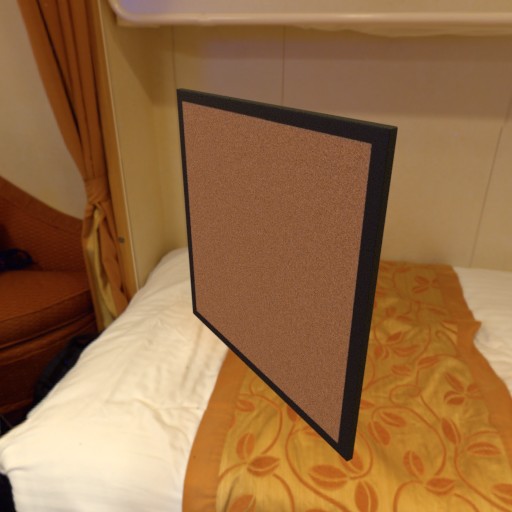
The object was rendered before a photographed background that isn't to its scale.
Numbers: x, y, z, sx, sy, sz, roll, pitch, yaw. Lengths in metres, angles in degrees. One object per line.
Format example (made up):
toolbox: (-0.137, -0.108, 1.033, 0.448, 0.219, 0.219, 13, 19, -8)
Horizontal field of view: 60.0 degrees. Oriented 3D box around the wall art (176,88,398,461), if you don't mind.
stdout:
wall art: (0.000, 0.000, 0.997, 0.016, 0.659, 0.663, -17, 31, -31)
